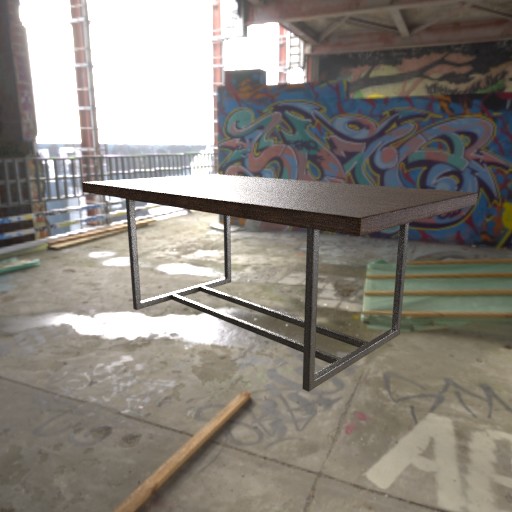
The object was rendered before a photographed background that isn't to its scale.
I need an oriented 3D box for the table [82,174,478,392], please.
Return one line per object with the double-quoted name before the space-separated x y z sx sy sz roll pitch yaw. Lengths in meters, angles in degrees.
"table" 0.000 0.000 2.567 1.989 0.795 1.078 13 19 43
